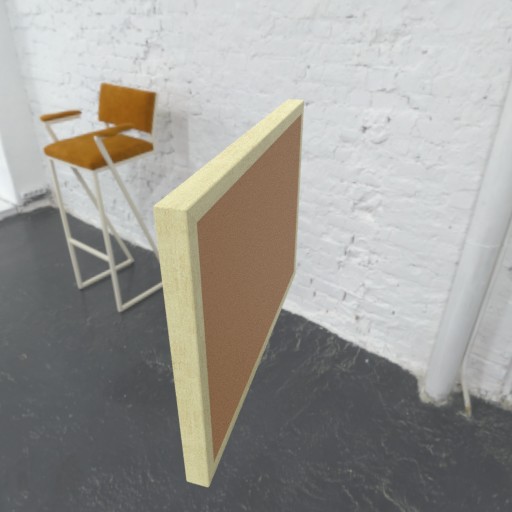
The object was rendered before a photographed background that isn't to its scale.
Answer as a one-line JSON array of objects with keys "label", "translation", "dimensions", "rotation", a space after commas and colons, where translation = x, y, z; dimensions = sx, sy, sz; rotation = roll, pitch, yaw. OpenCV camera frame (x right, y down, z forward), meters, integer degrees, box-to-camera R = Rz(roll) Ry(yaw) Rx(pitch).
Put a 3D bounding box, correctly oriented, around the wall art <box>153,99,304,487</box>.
[{"label": "wall art", "translation": [0.000, 0.000, 0.695], "dimensions": [0.032, 0.381, 0.533], "rotation": [8, 30, 14]}]
